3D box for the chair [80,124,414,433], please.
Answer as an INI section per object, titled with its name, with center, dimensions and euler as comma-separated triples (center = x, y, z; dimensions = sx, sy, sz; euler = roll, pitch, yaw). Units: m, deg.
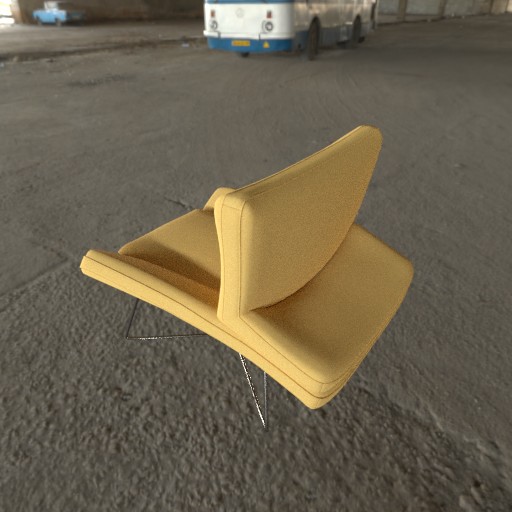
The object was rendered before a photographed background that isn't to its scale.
[chair]
center = 0.000, 0.000, 1.639
dimensions = 1.008, 0.855, 0.859
euler = 20, 36, 30
